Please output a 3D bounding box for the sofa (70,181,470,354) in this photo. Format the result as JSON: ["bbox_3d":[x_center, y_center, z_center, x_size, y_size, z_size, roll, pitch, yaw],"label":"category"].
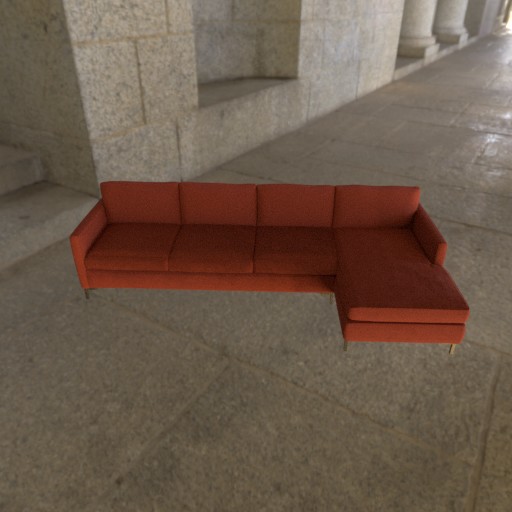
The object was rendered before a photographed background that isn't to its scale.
[{"bbox_3d":[0.000,0.000,3.544,2.932,0.810,1.350,1,31,2],"label":"sofa"}]
